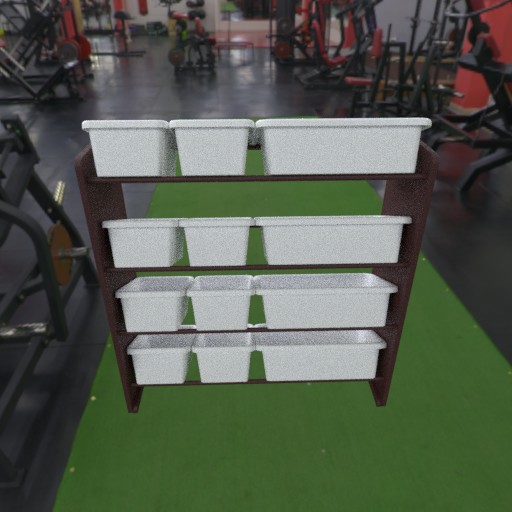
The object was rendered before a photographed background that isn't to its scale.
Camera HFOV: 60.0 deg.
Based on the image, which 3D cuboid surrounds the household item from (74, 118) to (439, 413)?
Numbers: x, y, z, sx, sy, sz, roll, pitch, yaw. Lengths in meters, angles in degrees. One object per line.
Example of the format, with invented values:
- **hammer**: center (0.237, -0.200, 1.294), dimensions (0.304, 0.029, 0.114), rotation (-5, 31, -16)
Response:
- **household item**: center (0.000, 0.000, 1.293), dimensions (0.787, 0.864, 0.389), rotation (-1, 31, -2)
